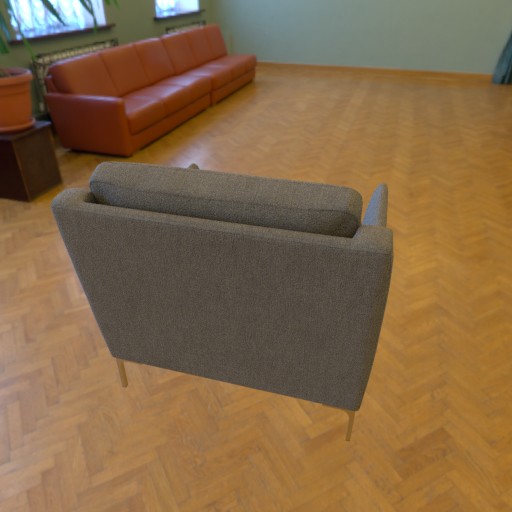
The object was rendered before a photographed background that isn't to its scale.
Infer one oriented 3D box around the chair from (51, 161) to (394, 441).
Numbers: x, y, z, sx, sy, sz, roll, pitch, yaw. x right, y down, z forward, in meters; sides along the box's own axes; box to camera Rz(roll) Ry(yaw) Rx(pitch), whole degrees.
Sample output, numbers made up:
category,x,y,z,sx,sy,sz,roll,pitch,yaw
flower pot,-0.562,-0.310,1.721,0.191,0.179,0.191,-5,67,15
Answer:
category,x,y,z,sx,sy,sz,roll,pitch,yaw
chair,0.000,0.000,1.509,0.847,0.828,0.849,9,33,13
